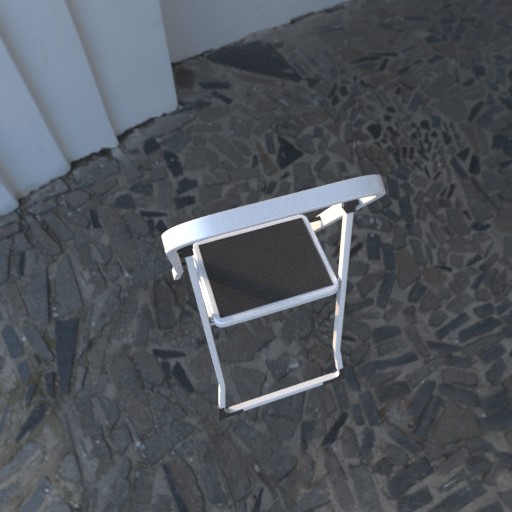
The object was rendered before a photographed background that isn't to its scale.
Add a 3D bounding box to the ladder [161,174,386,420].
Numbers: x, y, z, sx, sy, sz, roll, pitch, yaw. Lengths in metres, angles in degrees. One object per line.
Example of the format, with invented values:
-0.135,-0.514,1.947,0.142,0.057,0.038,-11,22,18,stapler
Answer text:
0.000,0.000,1.136,0.460,0.810,0.544,-15,59,-9,ladder
